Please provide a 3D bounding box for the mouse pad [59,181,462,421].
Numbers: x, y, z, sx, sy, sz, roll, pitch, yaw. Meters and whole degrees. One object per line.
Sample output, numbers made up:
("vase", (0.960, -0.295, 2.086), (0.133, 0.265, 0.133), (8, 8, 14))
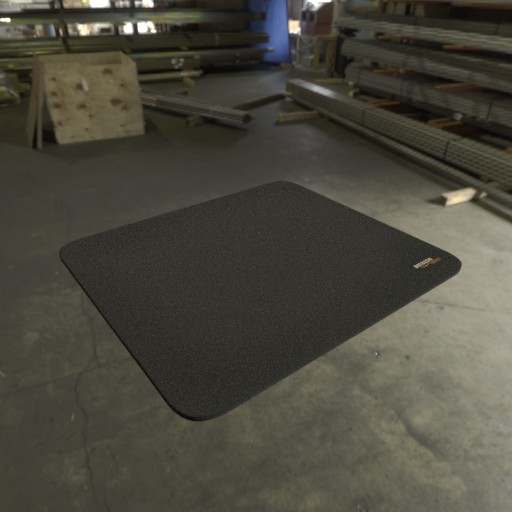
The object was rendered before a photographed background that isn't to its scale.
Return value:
("mouse pad", (0.000, 0.000, 0.323), (0.229, 0.003, 0.203), (-22, 37, -31))
